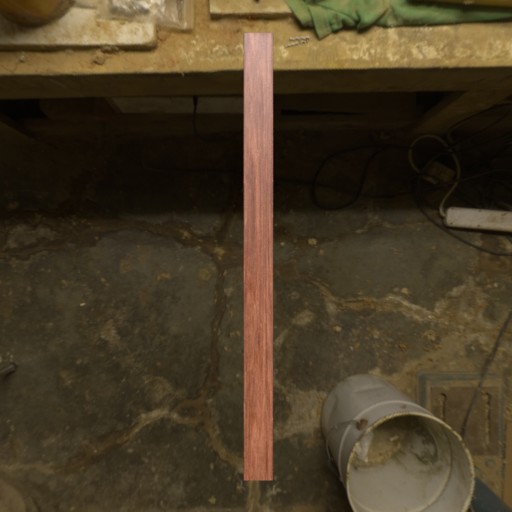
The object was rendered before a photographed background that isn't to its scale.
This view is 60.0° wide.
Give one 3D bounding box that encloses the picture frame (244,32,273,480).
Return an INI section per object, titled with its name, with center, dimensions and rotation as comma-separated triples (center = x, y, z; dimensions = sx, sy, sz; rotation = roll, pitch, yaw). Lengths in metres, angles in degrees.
[picture frame]
center = 0.000, 0.000, 0.542
dimensions = 0.025, 0.330, 0.381
rotation = 0, 90, -1
